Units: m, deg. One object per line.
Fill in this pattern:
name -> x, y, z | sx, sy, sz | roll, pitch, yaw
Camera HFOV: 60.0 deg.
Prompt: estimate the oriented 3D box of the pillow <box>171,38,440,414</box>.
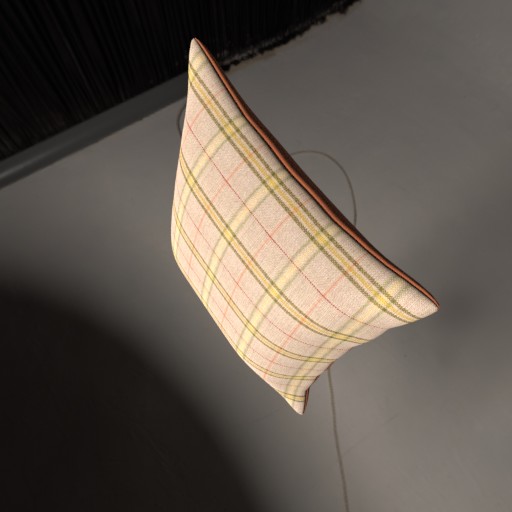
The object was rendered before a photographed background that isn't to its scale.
pillow -> 0.000, 0.000, 0.684 | 0.200, 0.430, 0.453 | -32, 70, -14
